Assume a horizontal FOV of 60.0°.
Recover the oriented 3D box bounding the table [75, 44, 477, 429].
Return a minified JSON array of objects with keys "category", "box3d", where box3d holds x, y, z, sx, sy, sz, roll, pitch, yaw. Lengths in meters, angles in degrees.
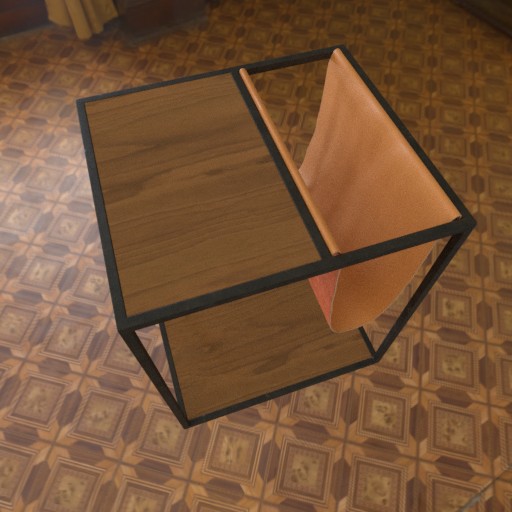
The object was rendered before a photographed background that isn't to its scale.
[{"category":"table","box3d":[0.000,0.000,0.838,0.450,0.536,0.399,-16,59,-10]}]
